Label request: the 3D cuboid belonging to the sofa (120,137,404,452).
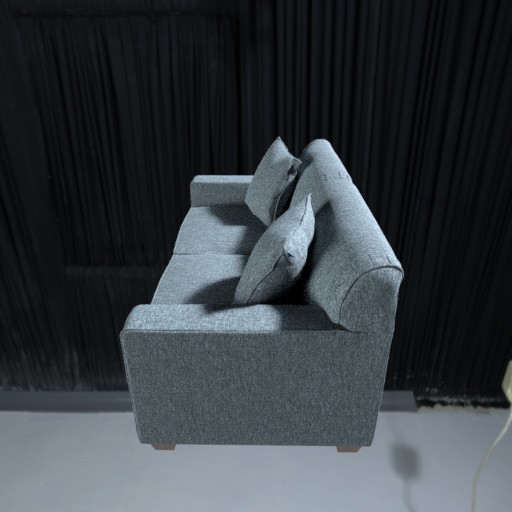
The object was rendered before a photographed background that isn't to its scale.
[{"bbox_3d":[0.000,0.000,2.413,0.998,0.958,1.846,0,27,1],"label":"sofa"}]
